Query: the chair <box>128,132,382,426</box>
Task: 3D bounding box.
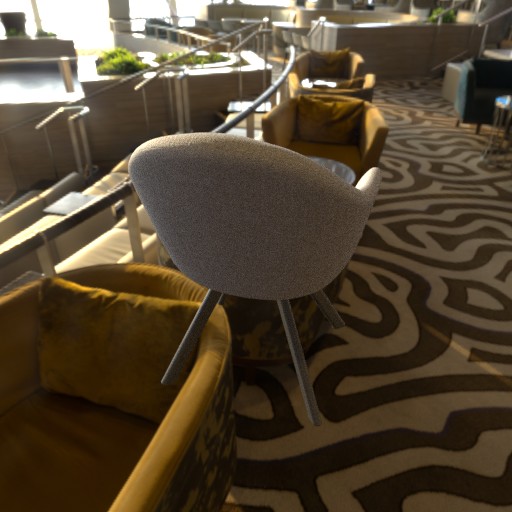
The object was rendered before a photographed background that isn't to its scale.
[{"bbox_3d":[0.000,0.000,1.216,0.590,0.795,0.550,10,33,15],"label":"chair"}]
